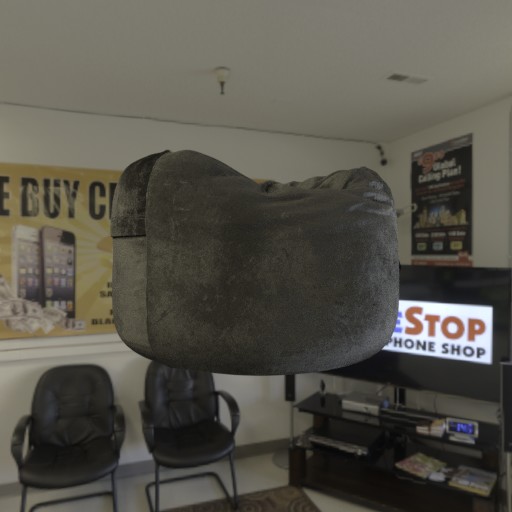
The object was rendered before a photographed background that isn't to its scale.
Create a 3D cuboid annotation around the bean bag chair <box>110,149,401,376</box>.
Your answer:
[{"bbox_3d":[0.000,0.000,1.472,0.918,0.605,0.918,0,1,0],"label":"bean bag chair"}]
